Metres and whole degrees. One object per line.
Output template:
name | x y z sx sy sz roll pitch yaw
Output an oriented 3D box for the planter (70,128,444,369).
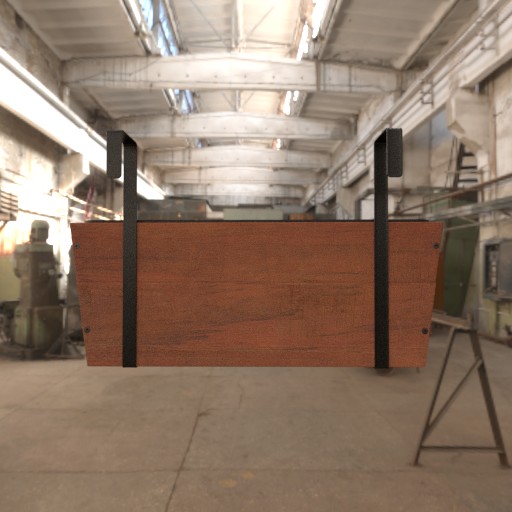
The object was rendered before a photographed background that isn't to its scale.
planter | 0.000 0.000 0.635 0.480 0.289 0.262 0 -1 1
